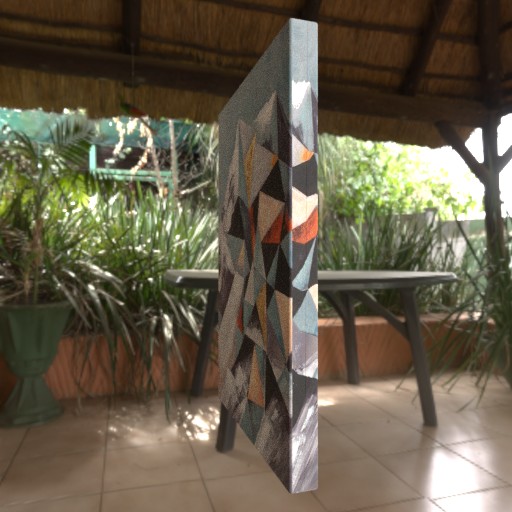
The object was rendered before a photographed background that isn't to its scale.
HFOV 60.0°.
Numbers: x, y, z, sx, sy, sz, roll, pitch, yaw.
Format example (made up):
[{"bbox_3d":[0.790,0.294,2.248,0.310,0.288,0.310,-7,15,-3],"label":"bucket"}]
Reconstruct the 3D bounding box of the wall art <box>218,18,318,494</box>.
[{"bbox_3d":[0.000,0.000,1.144,0.061,0.911,0.609,0,0,-18],"label":"wall art"}]
